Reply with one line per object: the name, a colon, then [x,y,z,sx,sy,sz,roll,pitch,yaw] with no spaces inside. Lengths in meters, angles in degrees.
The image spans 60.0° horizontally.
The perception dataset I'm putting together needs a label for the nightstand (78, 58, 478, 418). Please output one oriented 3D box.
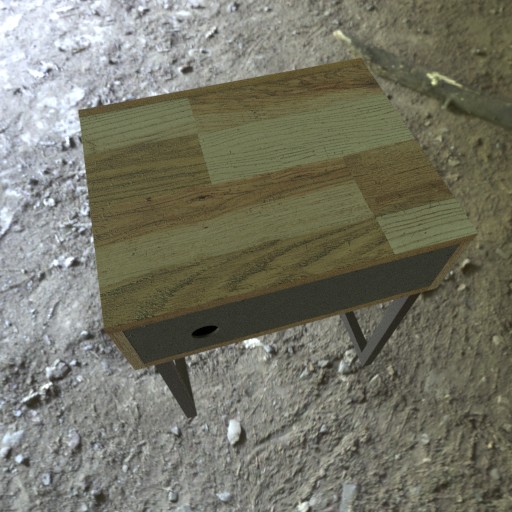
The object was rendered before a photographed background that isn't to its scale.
nightstand: [0.000,0.000,1.013,0.558,0.632,0.481,-14,59,-8]
